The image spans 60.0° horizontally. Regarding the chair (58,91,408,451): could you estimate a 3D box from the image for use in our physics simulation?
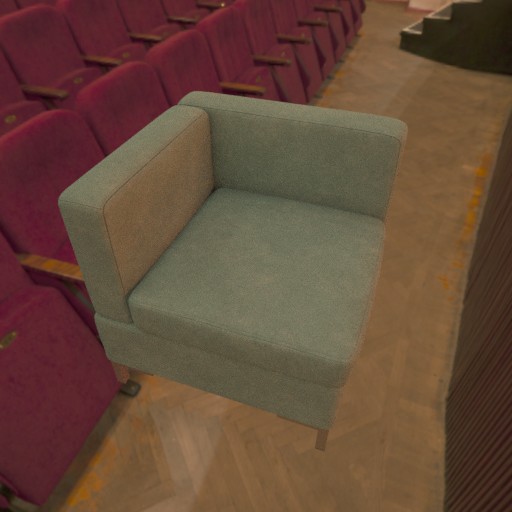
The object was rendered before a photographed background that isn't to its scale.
[{"bbox_3d":[0.000,0.000,1.253,0.680,0.660,0.680,13,42,15],"label":"chair"}]
